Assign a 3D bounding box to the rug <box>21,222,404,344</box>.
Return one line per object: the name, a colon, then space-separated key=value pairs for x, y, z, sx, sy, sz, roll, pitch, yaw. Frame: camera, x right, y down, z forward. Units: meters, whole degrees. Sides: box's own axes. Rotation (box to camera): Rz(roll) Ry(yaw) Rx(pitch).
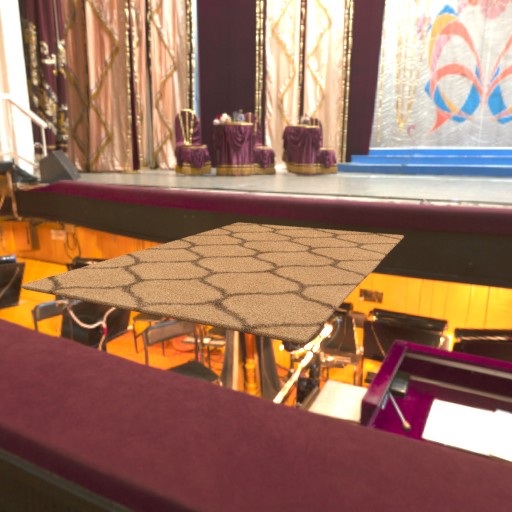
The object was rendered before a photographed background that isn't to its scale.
rug: x=0.000 y=0.000 z=3.415 sx=1.801 sy=0.026 sz=2.701 roll=6 pitch=15 yaw=26
